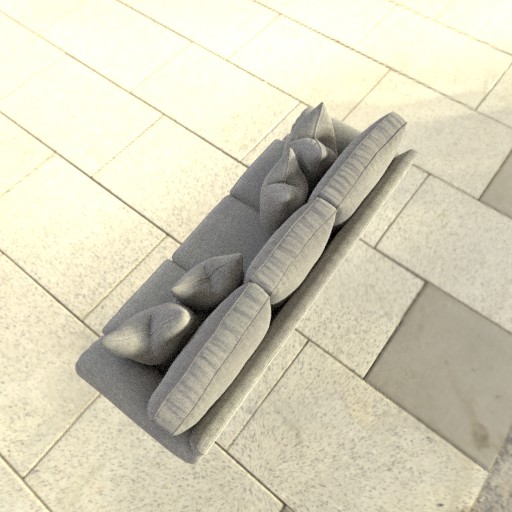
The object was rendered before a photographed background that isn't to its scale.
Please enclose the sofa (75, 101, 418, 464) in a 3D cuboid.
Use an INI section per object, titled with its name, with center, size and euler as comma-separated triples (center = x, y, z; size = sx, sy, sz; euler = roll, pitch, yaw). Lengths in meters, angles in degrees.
[sofa]
center = 0.000, 0.000, 2.747
size = 0.965, 0.975, 2.312
euler = 33, 68, 15
